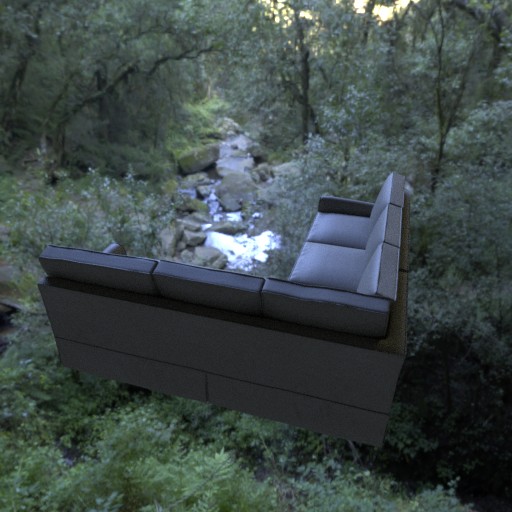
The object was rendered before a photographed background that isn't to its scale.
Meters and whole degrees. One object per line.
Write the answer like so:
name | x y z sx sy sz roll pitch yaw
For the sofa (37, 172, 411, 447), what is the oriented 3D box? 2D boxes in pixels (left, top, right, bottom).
sofa | 0.000 0.000 4.104 2.623 1.081 2.618 9 32 14
